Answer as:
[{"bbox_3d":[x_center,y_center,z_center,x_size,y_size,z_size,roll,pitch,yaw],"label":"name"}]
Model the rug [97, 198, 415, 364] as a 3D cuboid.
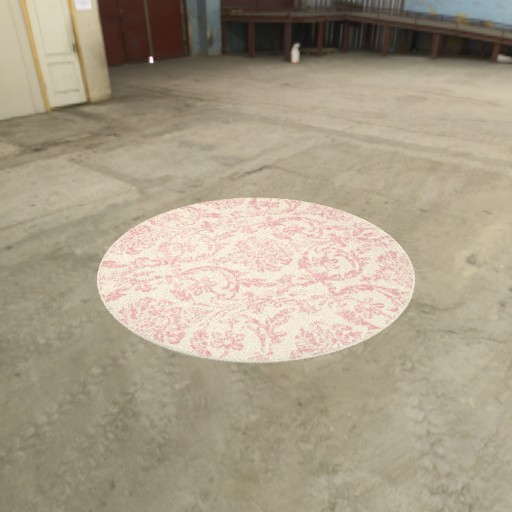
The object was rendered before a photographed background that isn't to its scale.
[{"bbox_3d":[0.000,0.000,2.324,1.593,0.012,1.593,0,30,0],"label":"rug"}]
